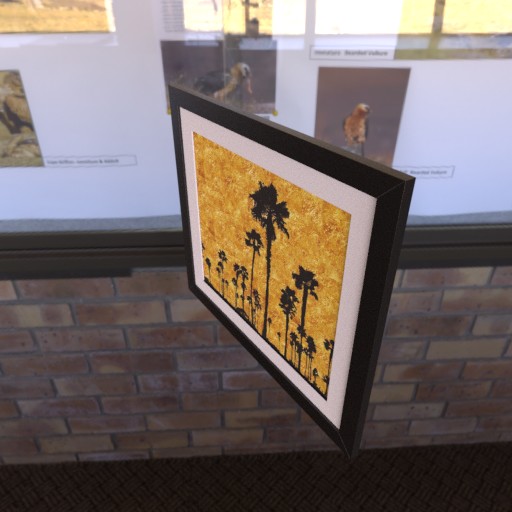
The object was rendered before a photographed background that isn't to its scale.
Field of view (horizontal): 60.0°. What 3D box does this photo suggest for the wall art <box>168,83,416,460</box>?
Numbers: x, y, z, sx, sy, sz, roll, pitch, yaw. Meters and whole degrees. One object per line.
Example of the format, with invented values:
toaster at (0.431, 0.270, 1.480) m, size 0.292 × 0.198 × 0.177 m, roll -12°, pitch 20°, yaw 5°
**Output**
wall art at (0.000, 0.000, 0.535) m, size 0.012 × 0.332 × 0.383 m, roll -21°, pitch 38°, yaw -29°
